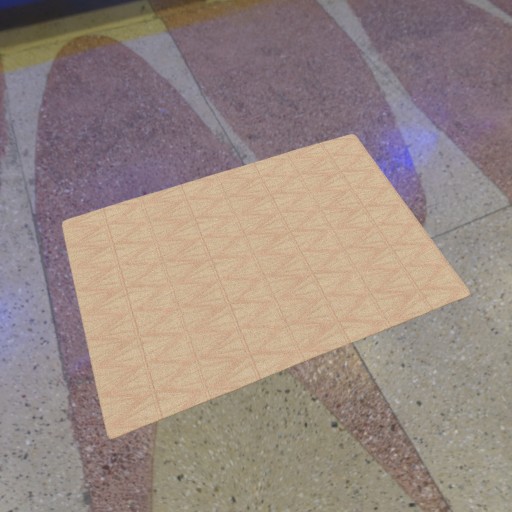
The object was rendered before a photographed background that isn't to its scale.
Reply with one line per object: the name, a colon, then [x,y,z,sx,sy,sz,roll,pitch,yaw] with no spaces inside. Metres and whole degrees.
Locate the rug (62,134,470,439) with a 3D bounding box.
rug: [0.000,0.000,3.039,2.390,0.015,1.609,-19,61,-11]
